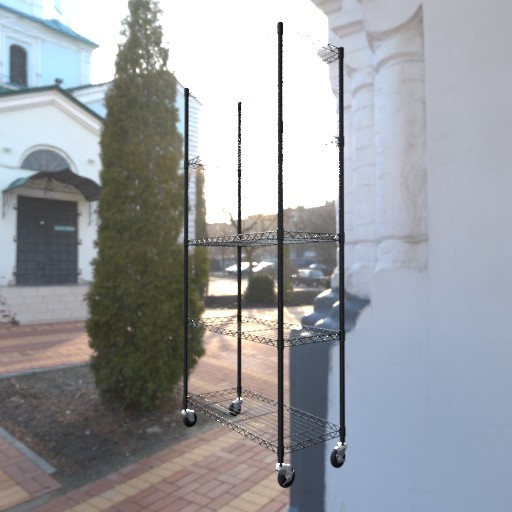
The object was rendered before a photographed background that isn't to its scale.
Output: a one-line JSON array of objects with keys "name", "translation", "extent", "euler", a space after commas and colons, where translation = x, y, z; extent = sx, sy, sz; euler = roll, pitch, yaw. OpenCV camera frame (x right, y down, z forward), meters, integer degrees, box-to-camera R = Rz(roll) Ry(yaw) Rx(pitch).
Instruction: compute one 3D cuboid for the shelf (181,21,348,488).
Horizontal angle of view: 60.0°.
[{"name": "shelf", "translation": [0.000, 0.000, 1.945], "extent": [0.356, 1.645, 0.762], "euler": [1, -2, -36]}]
